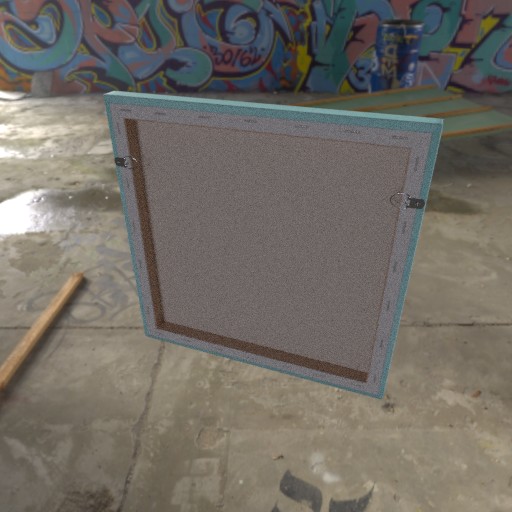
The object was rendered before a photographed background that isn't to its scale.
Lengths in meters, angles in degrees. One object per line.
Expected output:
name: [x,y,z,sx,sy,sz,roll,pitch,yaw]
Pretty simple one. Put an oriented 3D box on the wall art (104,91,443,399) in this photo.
wall art: [0.000,0.000,1.626,1.071,1.073,0.070,11,33,17]
